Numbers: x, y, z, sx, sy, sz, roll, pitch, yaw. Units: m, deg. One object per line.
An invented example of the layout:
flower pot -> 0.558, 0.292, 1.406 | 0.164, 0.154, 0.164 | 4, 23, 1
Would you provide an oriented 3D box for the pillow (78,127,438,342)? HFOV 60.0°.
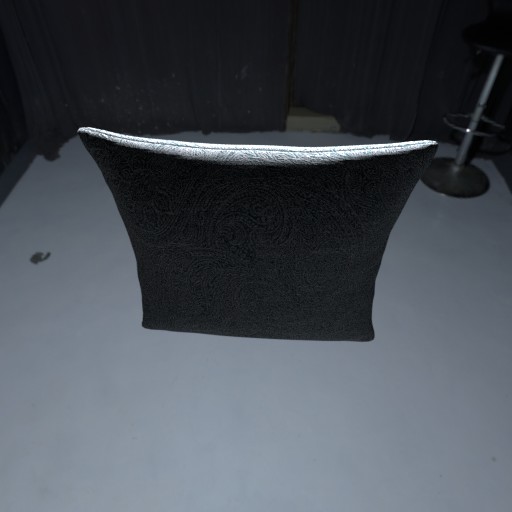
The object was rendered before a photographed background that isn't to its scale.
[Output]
pillow -> 0.000, 0.000, 0.822 | 0.526, 0.507, 0.166 | 3, 45, 3
